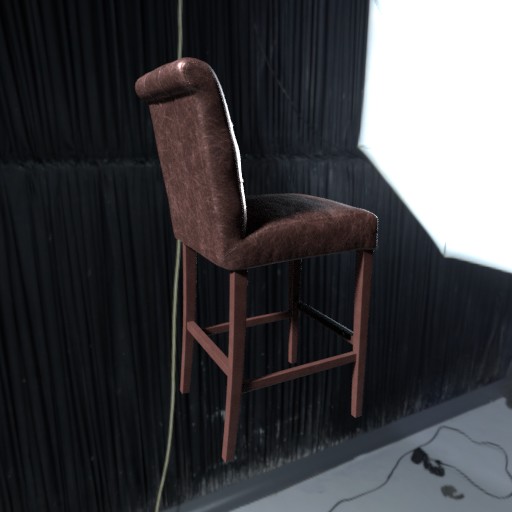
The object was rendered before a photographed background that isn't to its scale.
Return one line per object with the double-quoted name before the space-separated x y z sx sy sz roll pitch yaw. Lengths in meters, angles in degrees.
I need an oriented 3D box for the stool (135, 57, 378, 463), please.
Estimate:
"stool" 0.000 0.000 1.518 0.659 1.168 0.483 -8 17 -26
